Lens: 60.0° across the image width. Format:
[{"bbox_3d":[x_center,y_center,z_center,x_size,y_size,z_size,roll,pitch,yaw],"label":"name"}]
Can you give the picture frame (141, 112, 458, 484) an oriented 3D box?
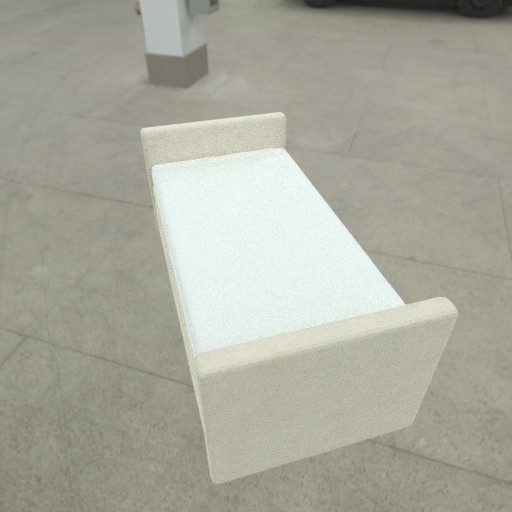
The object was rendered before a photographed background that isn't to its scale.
[{"bbox_3d":[0.000,0.000,2.724,1.069,0.891,2.161,-11,41,-13],"label":"picture frame"}]
